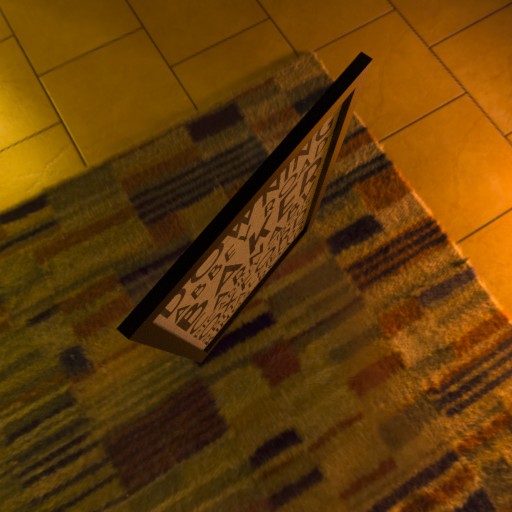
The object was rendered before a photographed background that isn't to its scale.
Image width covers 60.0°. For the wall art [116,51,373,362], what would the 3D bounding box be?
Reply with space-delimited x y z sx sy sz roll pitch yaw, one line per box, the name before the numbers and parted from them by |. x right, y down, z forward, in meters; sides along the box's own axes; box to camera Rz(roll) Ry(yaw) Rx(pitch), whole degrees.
wall art | 0.000 0.000 0.556 0.013 0.432 0.304 38 78 10
